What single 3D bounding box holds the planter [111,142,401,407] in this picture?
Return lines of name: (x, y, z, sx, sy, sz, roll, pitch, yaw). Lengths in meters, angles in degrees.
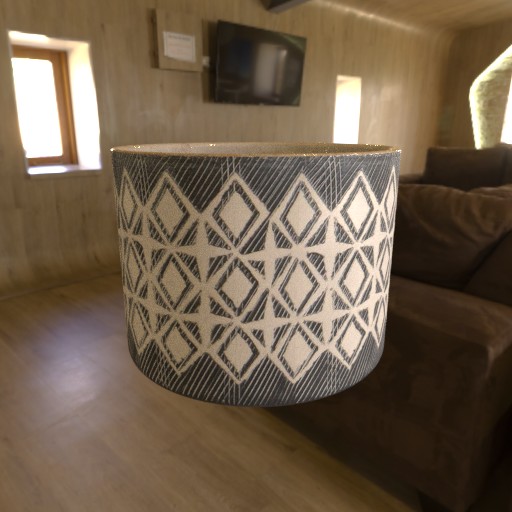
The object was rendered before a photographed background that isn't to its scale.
planter: (0.000, 0.000, 0.217, 0.126, 0.104, 0.126, 0, 16, 0)
